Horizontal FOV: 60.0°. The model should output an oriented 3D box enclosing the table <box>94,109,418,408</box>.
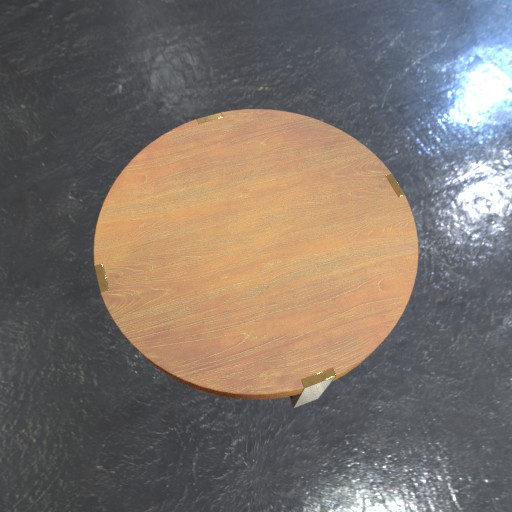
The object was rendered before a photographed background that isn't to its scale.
[{"bbox_3d":[0.000,0.000,1.714,1.100,0.420,1.100,0,64,0],"label":"table"}]
